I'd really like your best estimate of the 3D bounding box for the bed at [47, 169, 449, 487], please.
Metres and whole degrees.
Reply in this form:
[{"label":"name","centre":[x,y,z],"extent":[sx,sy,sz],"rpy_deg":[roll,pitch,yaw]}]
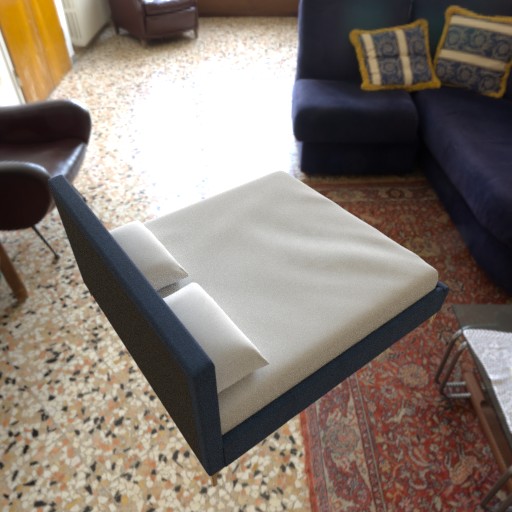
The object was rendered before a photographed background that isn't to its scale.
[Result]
[{"label":"bed","centre":[0.000,0.000,3.465],"extent":[2.232,1.231,2.096],"rpy_deg":[-26,48,-27]}]
